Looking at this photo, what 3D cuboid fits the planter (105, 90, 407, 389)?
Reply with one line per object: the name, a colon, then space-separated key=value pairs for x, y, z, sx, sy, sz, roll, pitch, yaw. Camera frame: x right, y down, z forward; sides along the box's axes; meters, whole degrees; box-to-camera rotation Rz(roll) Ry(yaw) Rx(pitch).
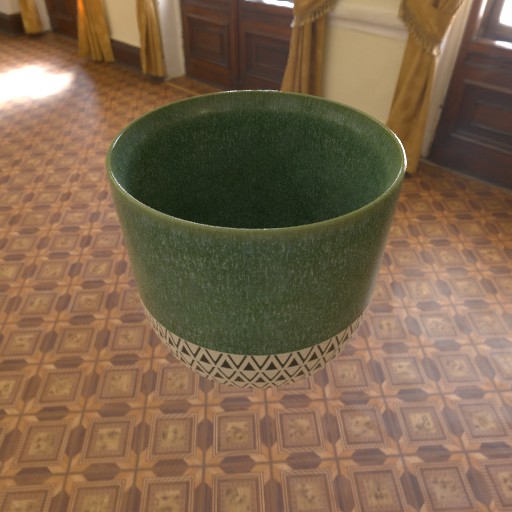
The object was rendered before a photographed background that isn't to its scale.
planter: x=0.000 y=0.000 z=0.490 sx=0.266 sy=0.270 sz=0.266 roll=0 pitch=41 yaw=0
